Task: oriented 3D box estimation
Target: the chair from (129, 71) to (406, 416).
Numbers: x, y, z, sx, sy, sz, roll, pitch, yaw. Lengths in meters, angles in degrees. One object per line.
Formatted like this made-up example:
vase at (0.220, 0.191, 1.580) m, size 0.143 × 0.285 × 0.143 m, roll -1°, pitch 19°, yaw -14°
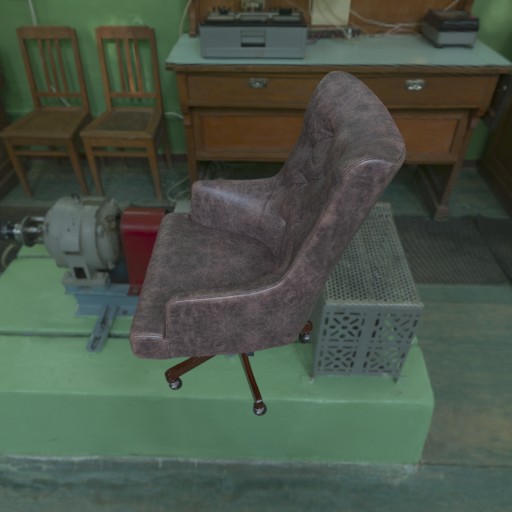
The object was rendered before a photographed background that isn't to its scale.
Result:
chair at (0.000, 0.000, 1.493) m, size 0.762 × 1.035 × 0.641 m, roll 0°, pitch 41°, yaw 0°
